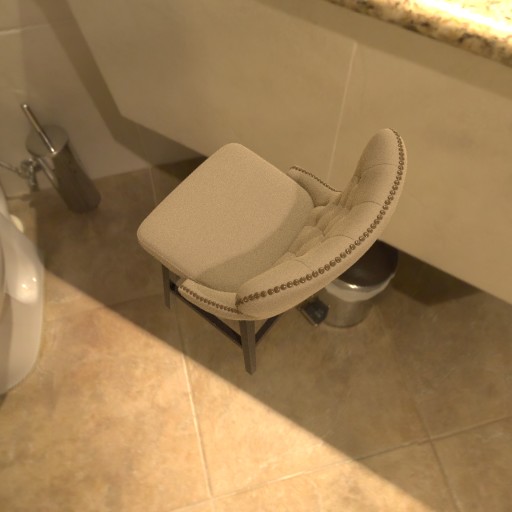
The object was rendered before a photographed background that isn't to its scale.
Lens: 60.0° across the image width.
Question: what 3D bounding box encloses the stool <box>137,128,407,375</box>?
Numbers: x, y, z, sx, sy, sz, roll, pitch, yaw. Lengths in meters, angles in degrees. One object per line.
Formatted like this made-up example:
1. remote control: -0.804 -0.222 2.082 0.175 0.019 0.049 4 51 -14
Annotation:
1. stool: 0.000 0.000 1.334 0.593 0.971 0.528 36 69 16
